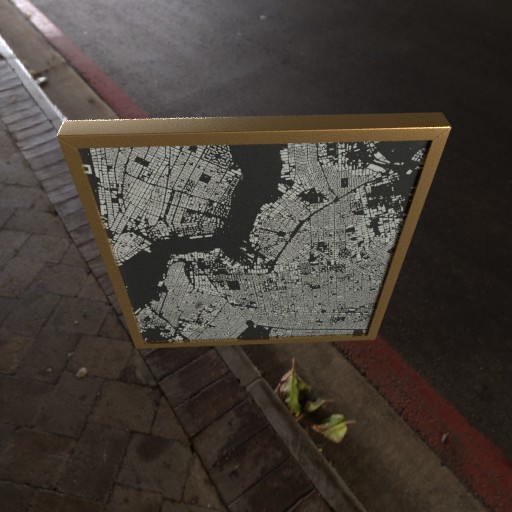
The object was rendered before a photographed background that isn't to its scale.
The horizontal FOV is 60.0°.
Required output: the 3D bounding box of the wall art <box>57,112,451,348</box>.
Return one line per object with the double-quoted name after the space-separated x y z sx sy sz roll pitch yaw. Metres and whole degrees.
0.000 0.000 0.461 0.305 0.305 0.023 -2 47 -2 "wall art"
